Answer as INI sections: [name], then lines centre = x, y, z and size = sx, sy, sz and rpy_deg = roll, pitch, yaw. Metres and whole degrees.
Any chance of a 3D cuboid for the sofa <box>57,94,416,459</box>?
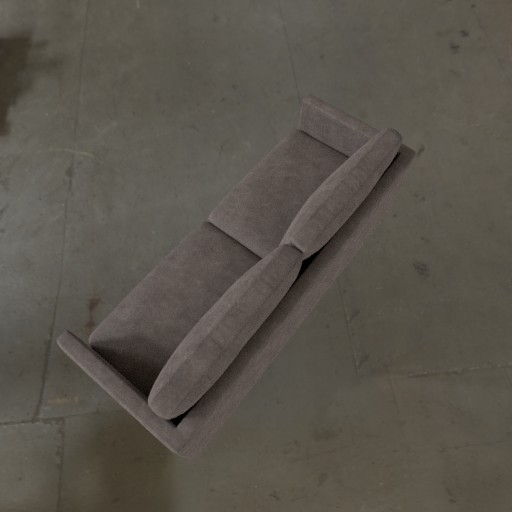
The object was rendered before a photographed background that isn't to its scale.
[sofa]
centre = 0.000, 0.000, 2.964
size = 0.951, 0.965, 2.434
rpy_deg = 35, 68, 17
